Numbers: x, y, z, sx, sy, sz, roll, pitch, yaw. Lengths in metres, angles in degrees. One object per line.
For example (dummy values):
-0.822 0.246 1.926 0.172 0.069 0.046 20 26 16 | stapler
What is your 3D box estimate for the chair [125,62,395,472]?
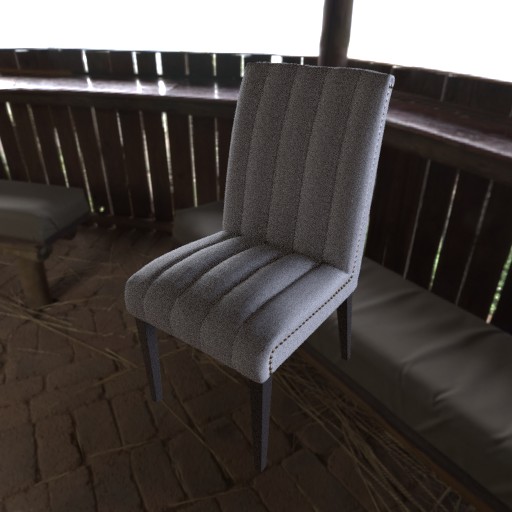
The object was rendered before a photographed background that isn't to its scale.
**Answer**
0.000 0.000 1.337 0.511 1.016 0.647 20 35 31 | chair
